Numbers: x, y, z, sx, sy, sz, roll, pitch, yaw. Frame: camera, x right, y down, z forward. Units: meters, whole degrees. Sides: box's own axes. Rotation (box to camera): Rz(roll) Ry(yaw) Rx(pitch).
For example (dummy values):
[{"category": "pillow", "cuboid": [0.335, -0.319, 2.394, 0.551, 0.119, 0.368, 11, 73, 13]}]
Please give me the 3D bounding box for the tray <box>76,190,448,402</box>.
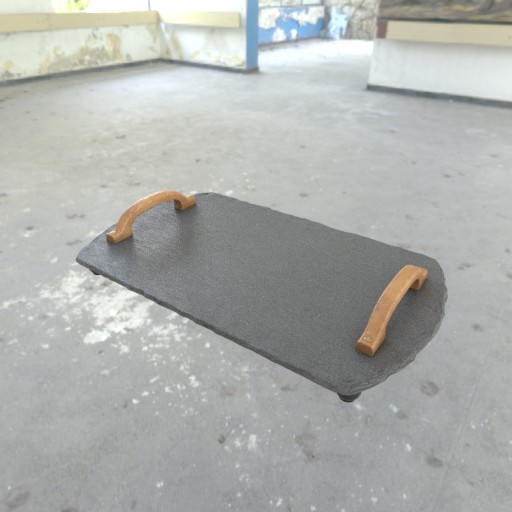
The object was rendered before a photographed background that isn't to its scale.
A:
[{"category": "tray", "cuboid": [0.000, 0.000, 0.475, 0.387, 0.062, 0.231, 20, 36, 30]}]
